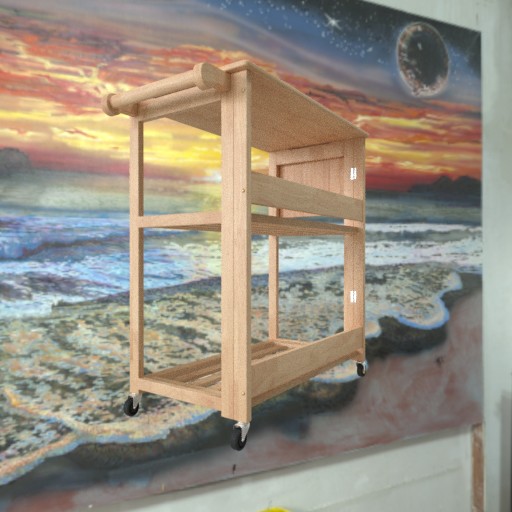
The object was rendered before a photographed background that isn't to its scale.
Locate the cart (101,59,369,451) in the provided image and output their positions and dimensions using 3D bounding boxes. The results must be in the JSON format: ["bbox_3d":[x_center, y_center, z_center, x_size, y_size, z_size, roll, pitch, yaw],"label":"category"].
[{"bbox_3d":[0.000,0.000,1.387,0.432,0.879,0.853,0,0,35],"label":"cart"}]
